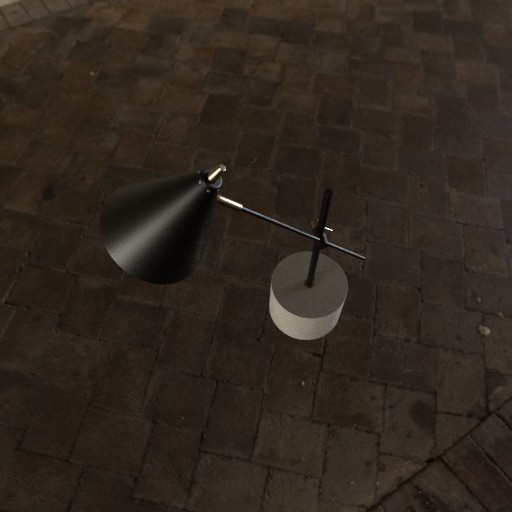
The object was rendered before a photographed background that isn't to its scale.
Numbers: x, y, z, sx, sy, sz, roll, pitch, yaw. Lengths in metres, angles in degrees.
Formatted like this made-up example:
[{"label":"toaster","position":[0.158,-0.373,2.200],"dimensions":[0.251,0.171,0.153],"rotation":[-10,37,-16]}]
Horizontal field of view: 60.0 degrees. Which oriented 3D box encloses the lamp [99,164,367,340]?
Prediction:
[{"label":"lamp","position":[0.000,0.000,0.726],"dimensions":[0.403,0.518,0.214],"rotation":[-1,58,-1]}]
